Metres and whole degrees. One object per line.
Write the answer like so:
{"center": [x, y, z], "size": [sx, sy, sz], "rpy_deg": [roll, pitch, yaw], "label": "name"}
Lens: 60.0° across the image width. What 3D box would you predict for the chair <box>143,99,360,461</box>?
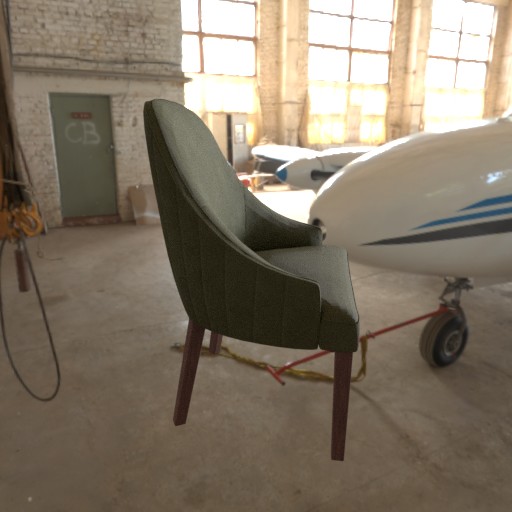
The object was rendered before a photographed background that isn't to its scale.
{"center": [0.000, 0.000, 1.324], "size": [0.575, 0.889, 0.643], "rpy_deg": [2, 16, 8], "label": "chair"}
